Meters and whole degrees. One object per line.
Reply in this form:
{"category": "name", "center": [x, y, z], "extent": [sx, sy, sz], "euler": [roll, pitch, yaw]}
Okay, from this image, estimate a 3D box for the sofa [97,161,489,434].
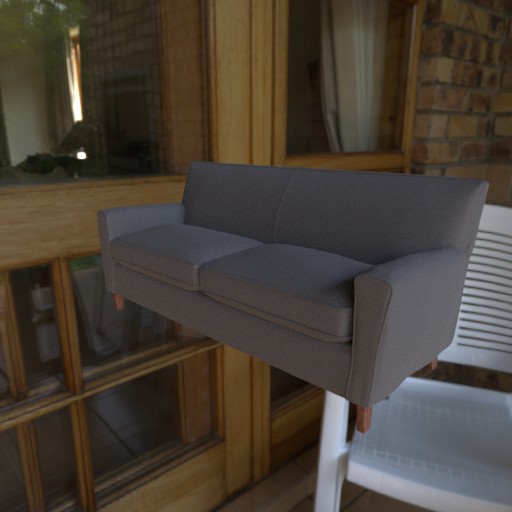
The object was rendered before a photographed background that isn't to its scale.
{"category": "sofa", "center": [0.000, 0.000, 2.397], "extent": [2.002, 0.907, 0.843], "euler": [14, 21, 41]}
